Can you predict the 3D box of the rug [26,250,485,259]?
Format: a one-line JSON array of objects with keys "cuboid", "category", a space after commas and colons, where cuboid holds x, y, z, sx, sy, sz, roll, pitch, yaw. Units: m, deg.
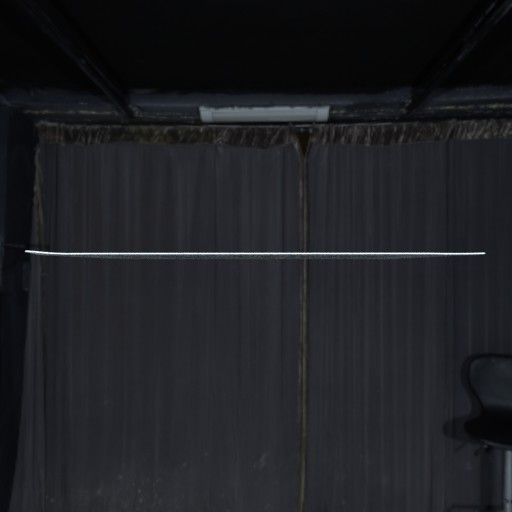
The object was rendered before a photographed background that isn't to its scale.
[{"cuboid": [0.000, 0.000, 2.352, 1.828, 0.019, 1.209, 0, -1, 1], "category": "rug"}]
